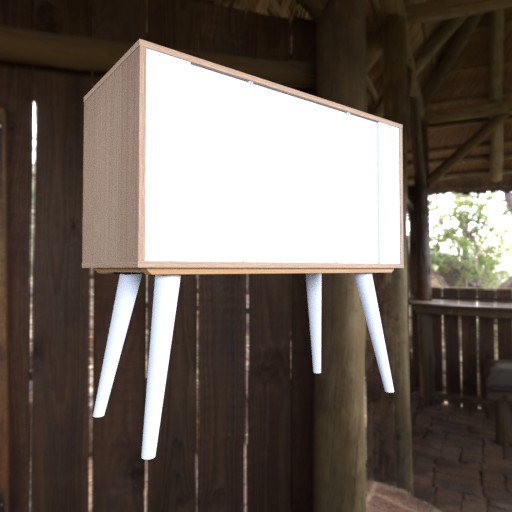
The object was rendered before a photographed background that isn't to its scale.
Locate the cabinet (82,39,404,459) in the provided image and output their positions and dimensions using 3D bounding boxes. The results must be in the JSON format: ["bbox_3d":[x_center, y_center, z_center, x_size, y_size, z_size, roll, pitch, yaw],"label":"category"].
[{"bbox_3d":[0.000,0.000,1.556,1.057,1.016,0.470,1,-2,-37],"label":"cabinet"}]
